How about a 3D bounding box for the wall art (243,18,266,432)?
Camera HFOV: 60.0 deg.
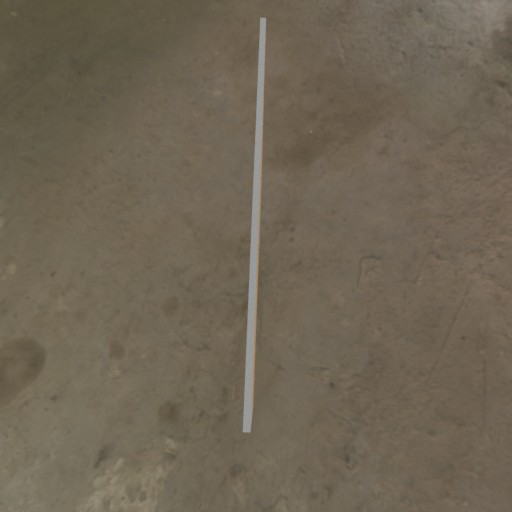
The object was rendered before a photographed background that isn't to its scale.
[{"bbox_3d":[0.000,0.000,1.208,0.012,0.809,0.809,2,75,1],"label":"wall art"}]
